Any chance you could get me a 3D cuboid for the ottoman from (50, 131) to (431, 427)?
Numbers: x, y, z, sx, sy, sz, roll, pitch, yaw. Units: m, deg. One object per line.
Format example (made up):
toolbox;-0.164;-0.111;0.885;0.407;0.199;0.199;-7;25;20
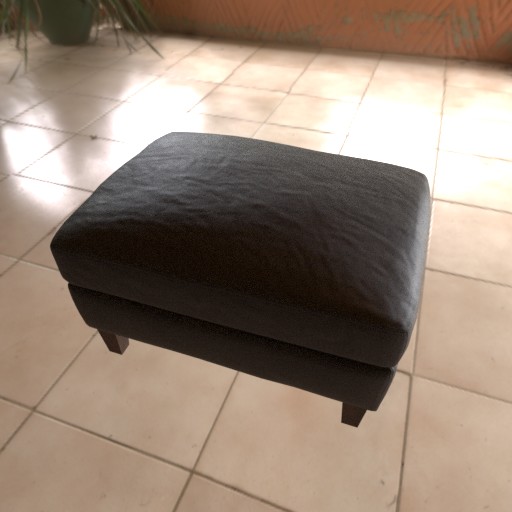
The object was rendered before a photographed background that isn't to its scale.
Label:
ottoman;0.000;0.000;1.296;0.887;0.529;0.659;13;43;14
